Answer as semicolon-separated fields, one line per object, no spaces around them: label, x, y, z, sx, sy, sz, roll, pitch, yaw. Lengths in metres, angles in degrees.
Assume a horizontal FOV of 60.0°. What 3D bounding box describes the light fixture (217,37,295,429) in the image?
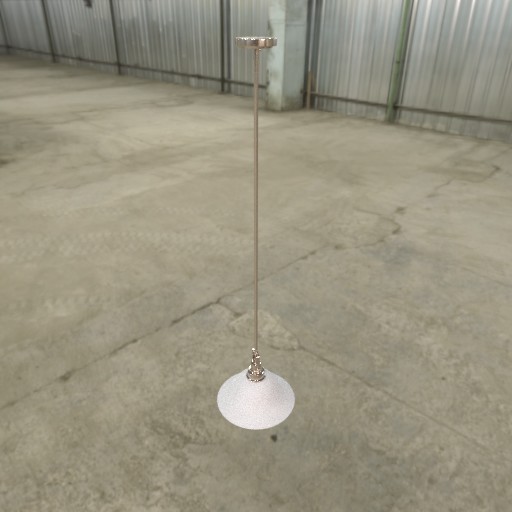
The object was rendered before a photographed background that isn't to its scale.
light fixture;0.000;0.000;1.531;0.324;1.354;0.324;-8;30;-15
